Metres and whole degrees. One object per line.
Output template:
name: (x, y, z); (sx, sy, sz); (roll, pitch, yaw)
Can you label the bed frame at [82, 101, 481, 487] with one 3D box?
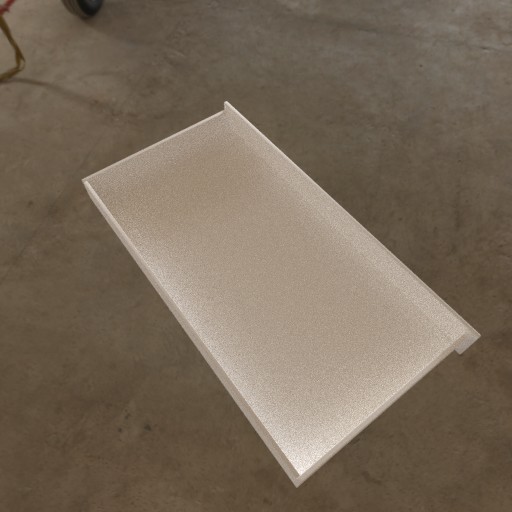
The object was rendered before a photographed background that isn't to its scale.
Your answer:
bed frame: (0.000, 0.000, 1.523); (0.670, 0.141, 1.300); (-32, 63, -19)
